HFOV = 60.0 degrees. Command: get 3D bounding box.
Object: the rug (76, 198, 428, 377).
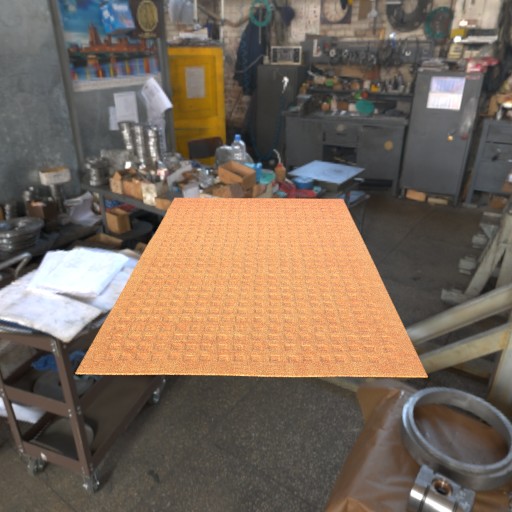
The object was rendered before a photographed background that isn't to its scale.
[{"bbox_3d":[0.000,0.000,2.216,1.143,0.006,1.747,0,26,1],"label":"rug"}]
